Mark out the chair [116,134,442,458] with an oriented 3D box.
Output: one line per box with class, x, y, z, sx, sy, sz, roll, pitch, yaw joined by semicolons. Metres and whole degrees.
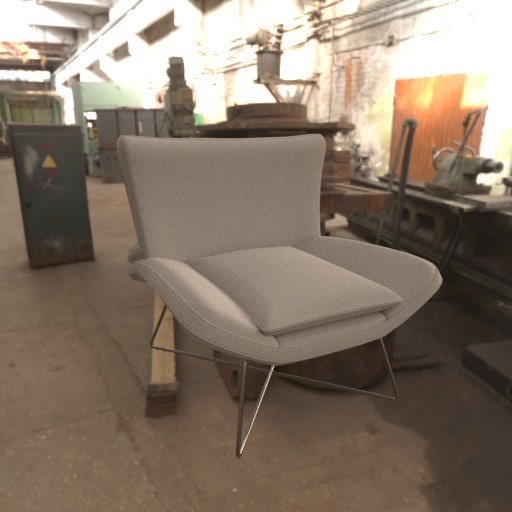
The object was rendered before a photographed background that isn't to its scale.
chair;0.000;0.000;1.626;0.859;0.855;1.008;-8;18;-26
